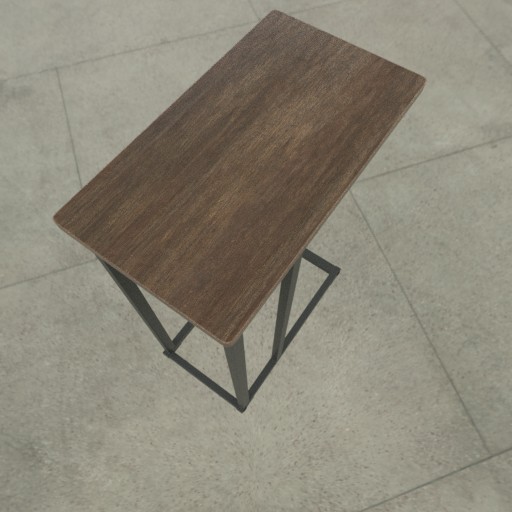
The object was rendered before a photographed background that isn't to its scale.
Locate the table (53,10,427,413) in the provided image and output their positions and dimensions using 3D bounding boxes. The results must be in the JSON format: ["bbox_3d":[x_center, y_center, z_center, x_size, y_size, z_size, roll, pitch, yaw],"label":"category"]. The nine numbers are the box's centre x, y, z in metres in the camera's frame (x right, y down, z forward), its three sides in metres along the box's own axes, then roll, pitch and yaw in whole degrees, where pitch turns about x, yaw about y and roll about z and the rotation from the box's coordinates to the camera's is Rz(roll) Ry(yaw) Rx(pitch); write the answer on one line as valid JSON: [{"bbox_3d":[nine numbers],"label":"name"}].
[{"bbox_3d":[0.000,0.000,0.836,0.254,0.637,0.450,33,68,15],"label":"table"}]
